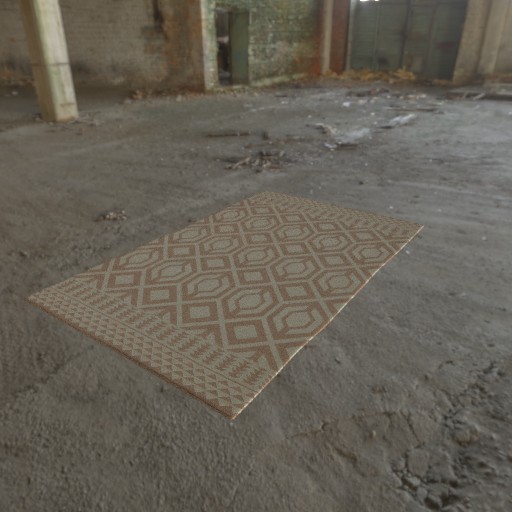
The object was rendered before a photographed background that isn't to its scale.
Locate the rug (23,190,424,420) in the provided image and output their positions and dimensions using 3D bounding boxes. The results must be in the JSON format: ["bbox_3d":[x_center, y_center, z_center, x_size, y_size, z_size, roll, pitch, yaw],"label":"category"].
[{"bbox_3d":[0.000,0.000,3.001,1.526,0.011,2.435,18,31,31],"label":"rug"}]
